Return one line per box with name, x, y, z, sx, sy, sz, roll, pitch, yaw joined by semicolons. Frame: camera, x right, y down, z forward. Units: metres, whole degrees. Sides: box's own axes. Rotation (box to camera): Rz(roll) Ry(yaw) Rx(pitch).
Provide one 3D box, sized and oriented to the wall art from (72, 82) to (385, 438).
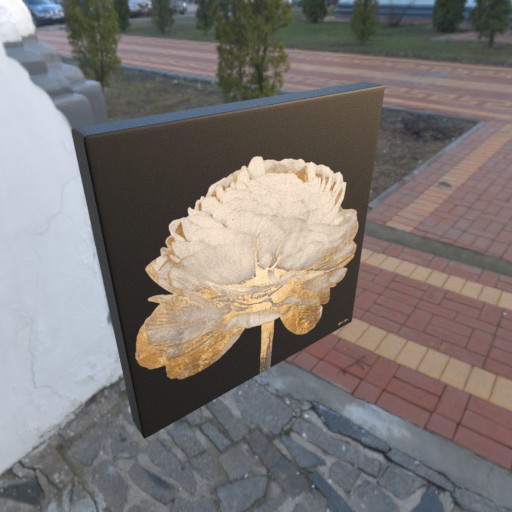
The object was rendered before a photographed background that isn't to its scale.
wall art;0.000;0.000;0.606;0.406;0.407;0.041;-21;37;-31
